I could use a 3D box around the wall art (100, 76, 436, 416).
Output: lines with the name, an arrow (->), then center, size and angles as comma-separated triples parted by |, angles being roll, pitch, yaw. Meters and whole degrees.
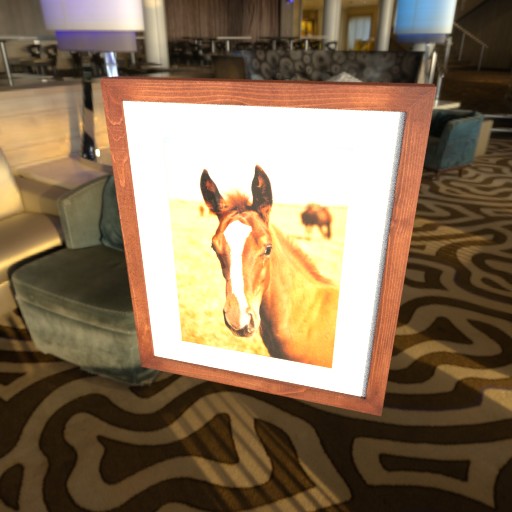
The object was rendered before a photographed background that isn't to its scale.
wall art -> 0.000, 0.000, 0.517 | 0.330, 0.381, 0.030 | 7, 27, 14
